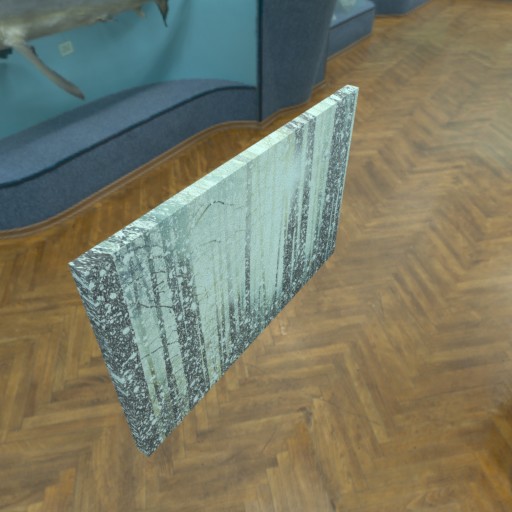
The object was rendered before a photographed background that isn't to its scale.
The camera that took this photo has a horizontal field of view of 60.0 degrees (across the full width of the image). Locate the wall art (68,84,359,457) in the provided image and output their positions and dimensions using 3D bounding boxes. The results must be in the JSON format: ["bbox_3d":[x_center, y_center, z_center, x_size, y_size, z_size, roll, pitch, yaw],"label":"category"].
[{"bbox_3d":[0.000,0.000,1.142,0.038,0.598,0.919,25,47,26],"label":"wall art"}]
